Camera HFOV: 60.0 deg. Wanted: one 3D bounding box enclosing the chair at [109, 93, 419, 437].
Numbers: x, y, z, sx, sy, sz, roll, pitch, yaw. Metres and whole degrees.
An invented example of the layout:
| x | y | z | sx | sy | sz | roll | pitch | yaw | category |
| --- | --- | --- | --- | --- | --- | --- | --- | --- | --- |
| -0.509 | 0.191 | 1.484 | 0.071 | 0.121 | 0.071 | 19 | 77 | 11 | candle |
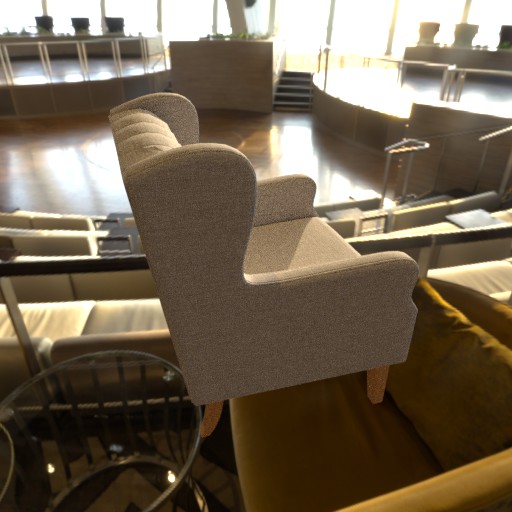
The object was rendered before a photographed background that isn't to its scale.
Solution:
| x | y | z | sx | sy | sz | roll | pitch | yaw | category |
| --- | --- | --- | --- | --- | --- | --- | --- | --- | --- |
| 0.000 | 0.000 | 1.437 | 0.760 | 0.930 | 0.710 | -10 | 32 | -16 | chair |
